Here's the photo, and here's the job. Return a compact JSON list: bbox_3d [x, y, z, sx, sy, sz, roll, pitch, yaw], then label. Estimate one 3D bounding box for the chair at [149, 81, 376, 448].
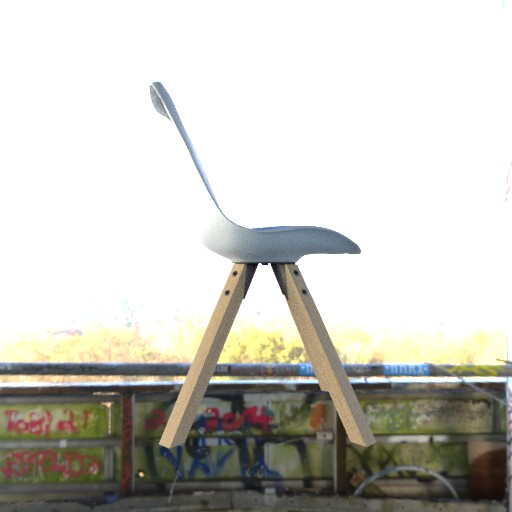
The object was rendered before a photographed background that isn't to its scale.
[{"bbox_3d":[0.000,0.000,1.199,0.550,0.850,0.485,0,-1,-1],"label":"chair"}]
